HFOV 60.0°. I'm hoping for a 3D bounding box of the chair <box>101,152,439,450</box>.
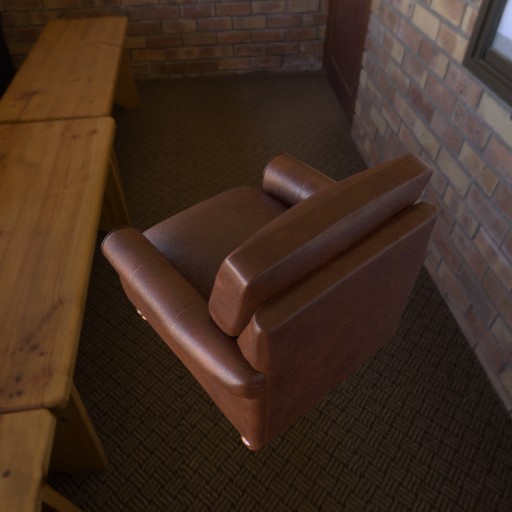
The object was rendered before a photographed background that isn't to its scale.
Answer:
[{"bbox_3d":[0.000,0.000,1.777,0.989,0.972,0.992,-30,52,-27],"label":"chair"}]
